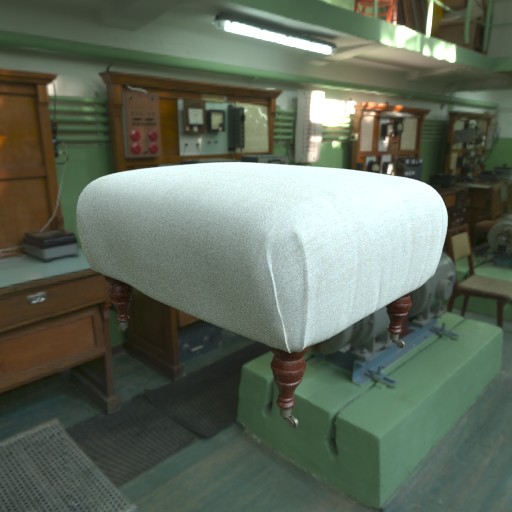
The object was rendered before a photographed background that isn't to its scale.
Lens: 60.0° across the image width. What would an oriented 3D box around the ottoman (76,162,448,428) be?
[{"bbox_3d":[0.000,0.000,1.119,0.747,0.450,0.622,14,21,41],"label":"ottoman"}]
